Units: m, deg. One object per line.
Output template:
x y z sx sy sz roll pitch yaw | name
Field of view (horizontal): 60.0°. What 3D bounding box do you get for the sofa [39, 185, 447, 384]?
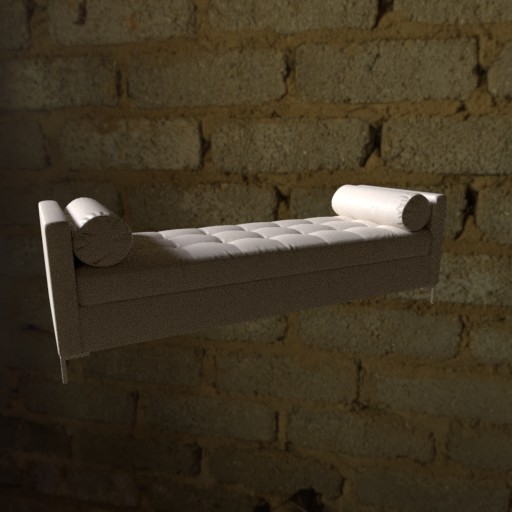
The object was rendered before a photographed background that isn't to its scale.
0.000 0.000 2.319 1.981 0.635 0.686 -7 16 -26 | sofa
